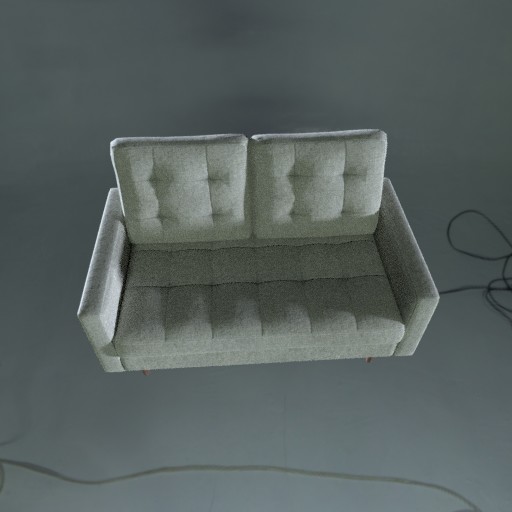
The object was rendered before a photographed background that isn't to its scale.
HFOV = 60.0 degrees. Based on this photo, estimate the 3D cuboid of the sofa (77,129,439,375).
[{"bbox_3d":[0.000,0.000,2.037,1.407,0.907,0.842,-3,47,-2],"label":"sofa"}]
